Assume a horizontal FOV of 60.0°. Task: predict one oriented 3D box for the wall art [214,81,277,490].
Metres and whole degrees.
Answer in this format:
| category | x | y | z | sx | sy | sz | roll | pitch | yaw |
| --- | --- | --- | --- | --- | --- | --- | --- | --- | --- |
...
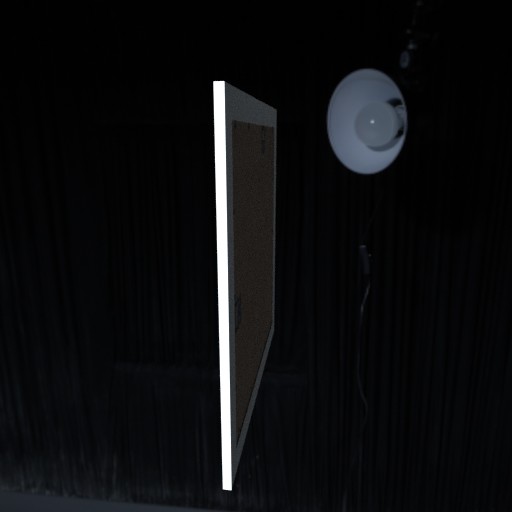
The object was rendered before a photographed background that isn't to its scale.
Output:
| category | x | y | z | sx | sy | sz | roll | pitch | yaw |
| --- | --- | --- | --- | --- | --- | --- | --- | --- | --- |
| wall art | 0.000 | 0.000 | 0.883 | 0.013 | 0.584 | 0.584 | 2 | 15 | 8 |
